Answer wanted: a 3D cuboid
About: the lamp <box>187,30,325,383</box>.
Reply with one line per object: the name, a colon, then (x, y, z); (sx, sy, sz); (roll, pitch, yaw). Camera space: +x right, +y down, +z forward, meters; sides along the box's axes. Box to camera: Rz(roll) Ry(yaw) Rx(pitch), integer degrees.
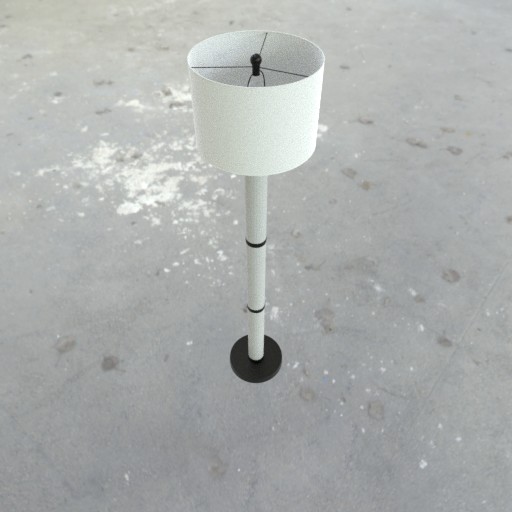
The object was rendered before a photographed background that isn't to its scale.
lamp: (0.000, 0.000, 1.786); (0.377, 1.599, 0.377); (32, 54, 26)
